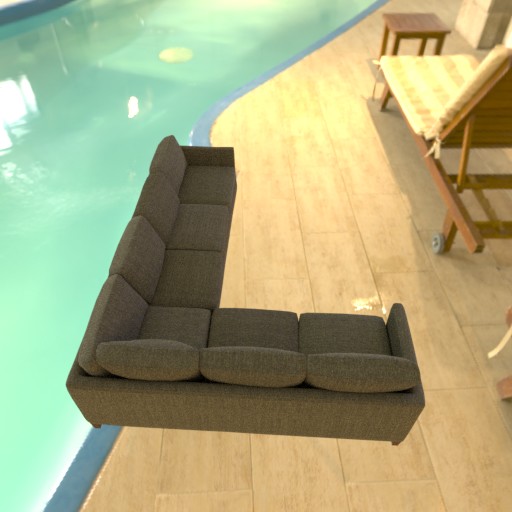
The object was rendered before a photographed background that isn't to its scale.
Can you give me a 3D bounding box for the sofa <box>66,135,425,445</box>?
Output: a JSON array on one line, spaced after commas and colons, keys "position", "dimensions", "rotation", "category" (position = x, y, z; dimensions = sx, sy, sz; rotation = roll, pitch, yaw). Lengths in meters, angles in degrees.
[{"position": [0.000, 0.000, 4.419], "dimensions": [2.593, 0.947, 3.302], "rotation": [2, 45, 2], "category": "sofa"}]
